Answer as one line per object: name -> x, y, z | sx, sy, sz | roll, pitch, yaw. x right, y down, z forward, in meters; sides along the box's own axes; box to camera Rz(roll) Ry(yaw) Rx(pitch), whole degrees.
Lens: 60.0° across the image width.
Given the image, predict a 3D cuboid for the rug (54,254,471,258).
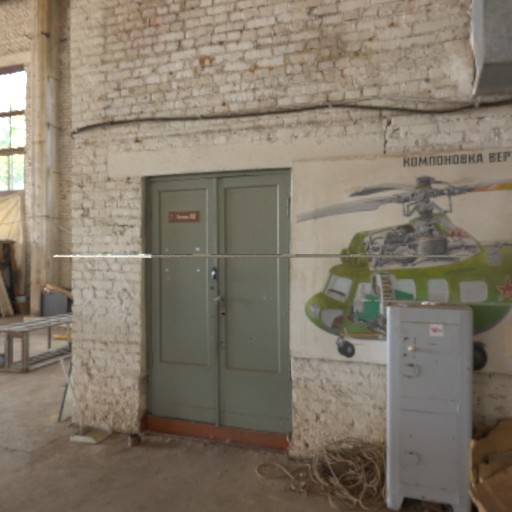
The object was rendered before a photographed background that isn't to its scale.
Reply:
rug -> 0.000, 0.000, 4.151 | 3.049, 0.021, 2.466 | 0, 0, -35
